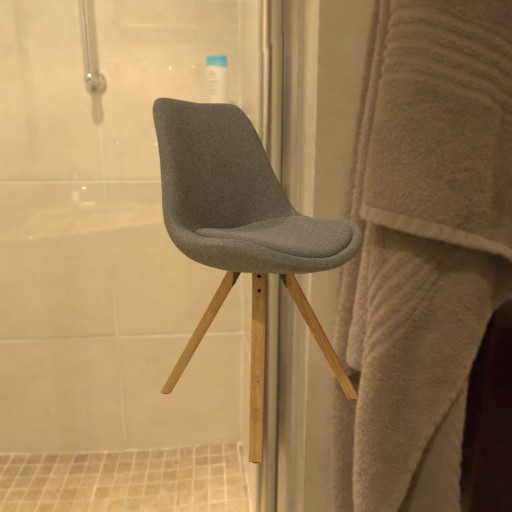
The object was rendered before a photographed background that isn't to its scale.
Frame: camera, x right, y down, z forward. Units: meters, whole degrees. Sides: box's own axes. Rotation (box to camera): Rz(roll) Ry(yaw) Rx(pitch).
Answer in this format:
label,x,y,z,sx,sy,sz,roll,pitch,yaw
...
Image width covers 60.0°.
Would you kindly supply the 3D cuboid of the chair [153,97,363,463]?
label,x,y,z,sx,sy,sz,roll,pitch,yaw
chair,0.000,0.000,1.242,0.483,0.865,0.550,-12,18,-42
